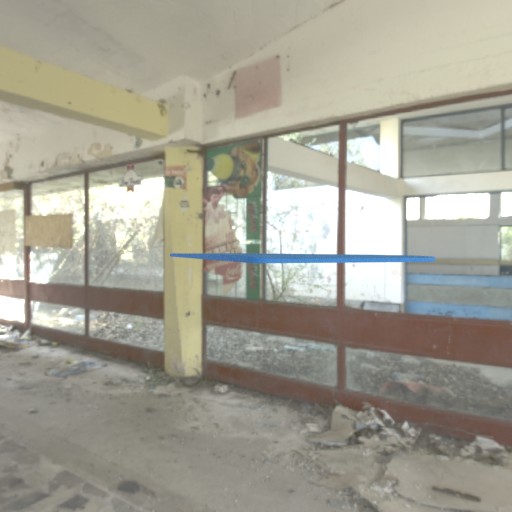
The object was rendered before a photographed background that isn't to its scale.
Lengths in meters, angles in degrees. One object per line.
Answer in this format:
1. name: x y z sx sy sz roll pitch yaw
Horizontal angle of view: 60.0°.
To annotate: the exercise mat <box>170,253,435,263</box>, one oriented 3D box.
1. exercise mat: 0.000 0.000 2.154 0.616 0.021 1.869 0 1 -18
